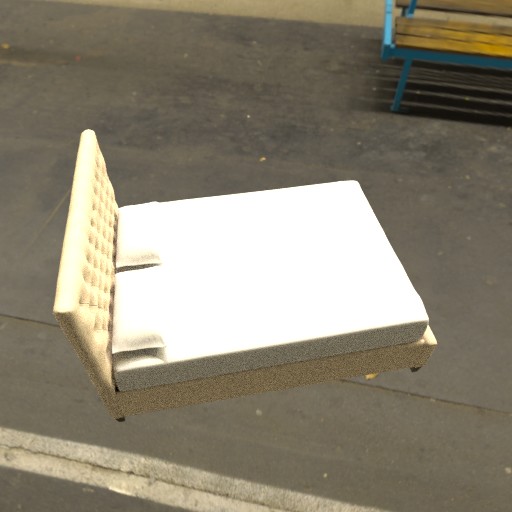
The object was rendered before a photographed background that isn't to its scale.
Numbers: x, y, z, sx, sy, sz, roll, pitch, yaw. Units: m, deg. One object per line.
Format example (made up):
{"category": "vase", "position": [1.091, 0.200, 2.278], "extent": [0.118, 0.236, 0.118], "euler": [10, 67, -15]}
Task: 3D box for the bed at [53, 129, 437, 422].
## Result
{"category": "bed", "position": [0.000, 0.000, 3.406], "extent": [2.387, 1.427, 1.698], "euler": [-7, 48, -7]}
